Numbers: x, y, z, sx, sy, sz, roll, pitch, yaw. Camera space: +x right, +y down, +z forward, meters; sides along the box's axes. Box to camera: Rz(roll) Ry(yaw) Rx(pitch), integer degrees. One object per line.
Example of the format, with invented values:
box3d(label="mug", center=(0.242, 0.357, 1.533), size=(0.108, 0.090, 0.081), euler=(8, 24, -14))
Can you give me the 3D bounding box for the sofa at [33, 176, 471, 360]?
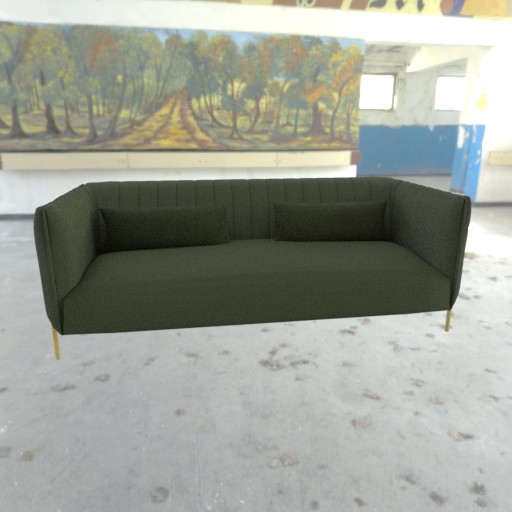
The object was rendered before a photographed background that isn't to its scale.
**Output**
box3d(label="sofa", center=(0.000, 0.000, 2.547), size=(2.137, 0.793, 0.896), euler=(-2, 17, -8))
